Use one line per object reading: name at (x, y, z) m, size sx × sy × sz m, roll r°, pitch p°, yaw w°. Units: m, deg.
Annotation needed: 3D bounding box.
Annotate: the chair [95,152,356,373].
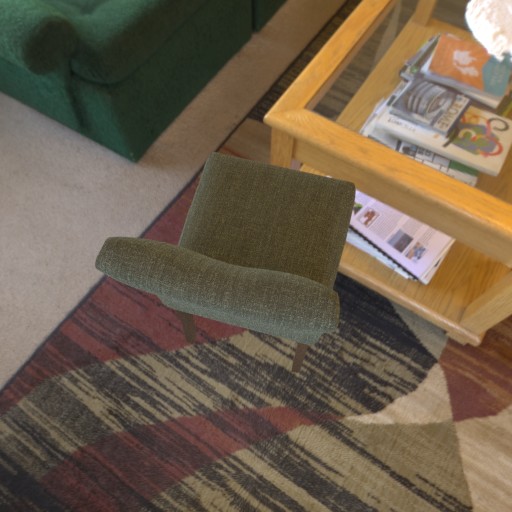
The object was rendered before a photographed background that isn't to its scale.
chair at (0.000, 0.000, 1.268) m, size 0.487 × 0.884 × 0.629 m, roll 14°, pitch 64°, yaw 7°
